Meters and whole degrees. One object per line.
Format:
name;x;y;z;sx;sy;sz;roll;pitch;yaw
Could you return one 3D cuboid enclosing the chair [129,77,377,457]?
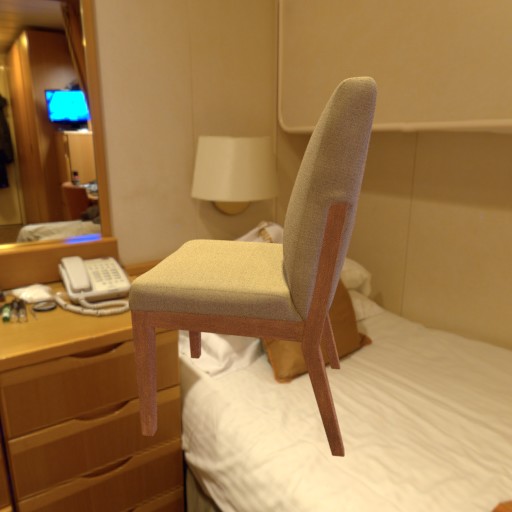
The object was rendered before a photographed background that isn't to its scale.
chair;0.000;0.000;1.277;0.586;0.911;0.507;2;15;9
